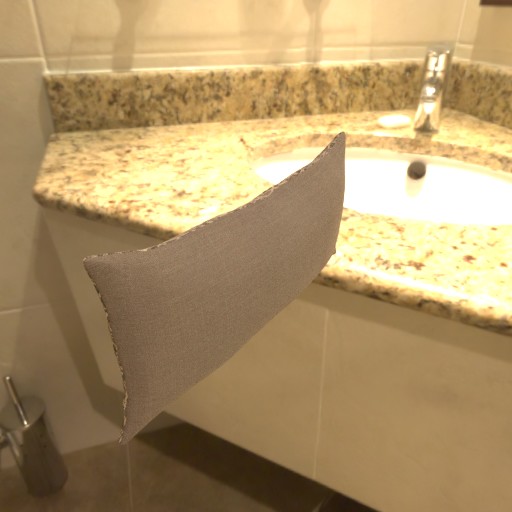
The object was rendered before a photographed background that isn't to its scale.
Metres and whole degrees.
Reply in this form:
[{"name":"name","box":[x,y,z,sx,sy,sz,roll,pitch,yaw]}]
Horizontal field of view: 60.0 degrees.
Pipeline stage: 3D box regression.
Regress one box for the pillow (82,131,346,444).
[{"name":"pillow","box":[0.000,0.000,0.744,0.148,0.290,0.631,20,36,30]}]
